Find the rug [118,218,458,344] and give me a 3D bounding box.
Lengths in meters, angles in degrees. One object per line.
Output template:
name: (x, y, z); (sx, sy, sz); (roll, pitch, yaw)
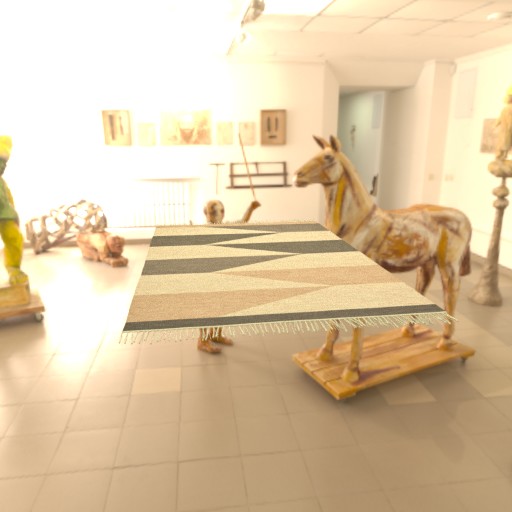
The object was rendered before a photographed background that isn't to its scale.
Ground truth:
rug: (0.000, 0.000, 2.500); (1.224, 0.027, 2.021); (-2, 16, -8)
